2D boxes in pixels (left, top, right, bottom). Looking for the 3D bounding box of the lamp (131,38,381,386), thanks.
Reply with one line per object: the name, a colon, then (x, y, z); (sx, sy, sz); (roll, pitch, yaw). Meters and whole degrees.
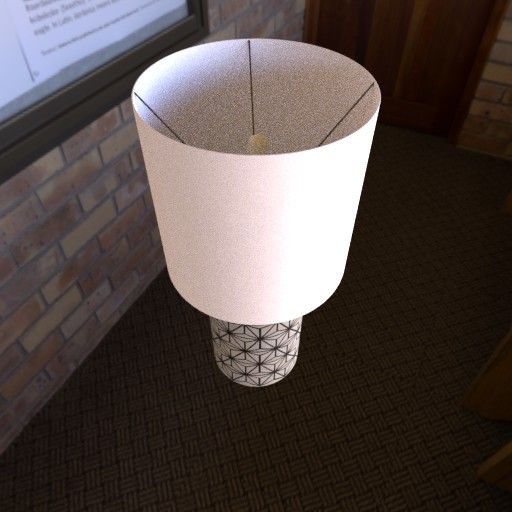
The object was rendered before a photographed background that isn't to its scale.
lamp: (0.000, 0.000, 0.524); (0.206, 0.416, 0.206); (-4, 47, -3)
